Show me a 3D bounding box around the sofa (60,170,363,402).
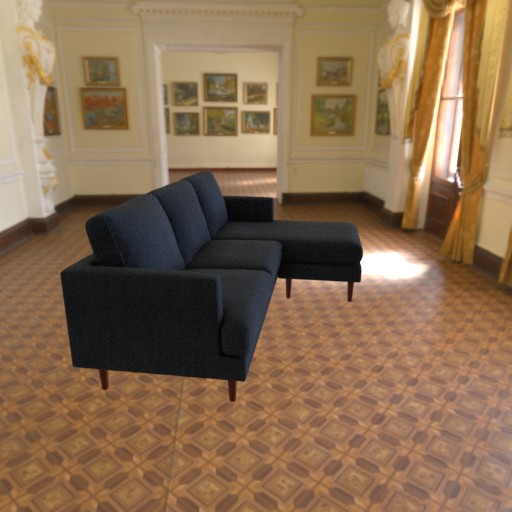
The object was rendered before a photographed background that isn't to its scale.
[{"bbox_3d":[0.000,0.000,3.039,1.504,0.956,2.233,3,17,8],"label":"sofa"}]
